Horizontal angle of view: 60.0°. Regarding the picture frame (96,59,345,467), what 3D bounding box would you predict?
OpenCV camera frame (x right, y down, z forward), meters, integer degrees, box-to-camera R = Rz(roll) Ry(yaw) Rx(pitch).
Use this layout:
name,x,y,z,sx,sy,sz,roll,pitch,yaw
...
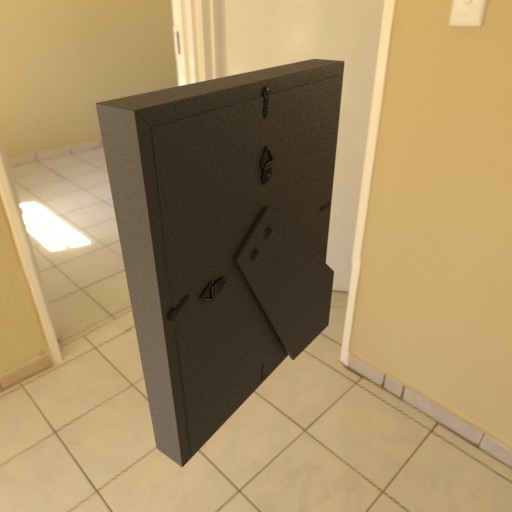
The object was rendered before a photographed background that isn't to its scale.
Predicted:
name,x,y,z,sx,sy,sz,roll,pitch,yaw
picture frame,0.000,0.000,0.376,0.042,0.284,0.232,20,36,30
